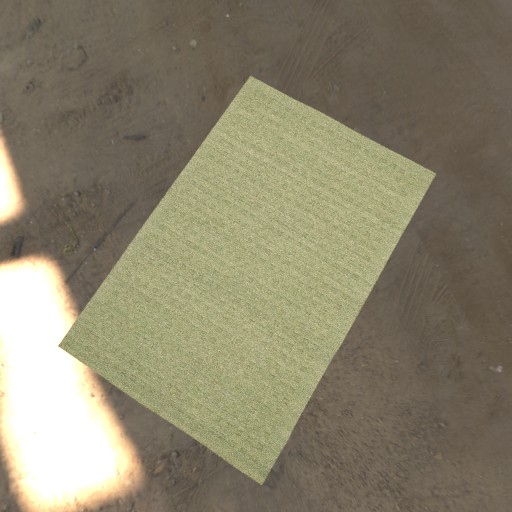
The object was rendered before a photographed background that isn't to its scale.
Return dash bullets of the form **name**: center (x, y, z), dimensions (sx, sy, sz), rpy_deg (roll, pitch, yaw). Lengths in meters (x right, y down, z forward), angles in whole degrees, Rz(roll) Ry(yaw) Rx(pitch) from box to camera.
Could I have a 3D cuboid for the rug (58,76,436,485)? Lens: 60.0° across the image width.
- **rug**: center (0.000, 0.000, 2.212), dimensions (1.143, 0.006, 1.747), rpy_deg (31, 77, 8)
